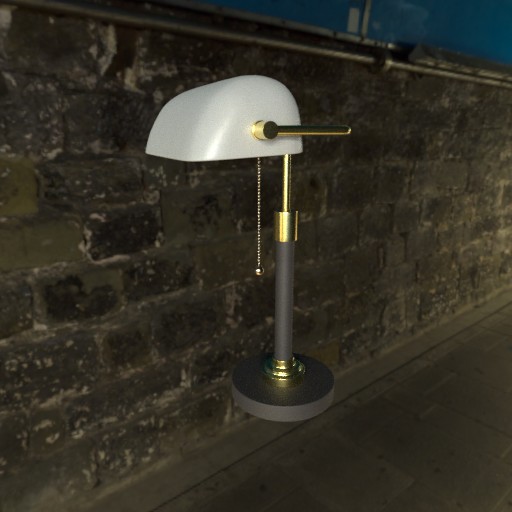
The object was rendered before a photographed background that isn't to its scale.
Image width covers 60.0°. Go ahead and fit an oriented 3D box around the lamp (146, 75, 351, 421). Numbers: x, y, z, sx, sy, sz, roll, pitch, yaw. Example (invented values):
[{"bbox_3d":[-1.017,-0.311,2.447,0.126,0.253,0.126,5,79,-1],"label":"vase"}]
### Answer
[{"bbox_3d":[0.000,0.000,0.556,0.227,0.404,0.269,-7,17,-24],"label":"lamp"}]
